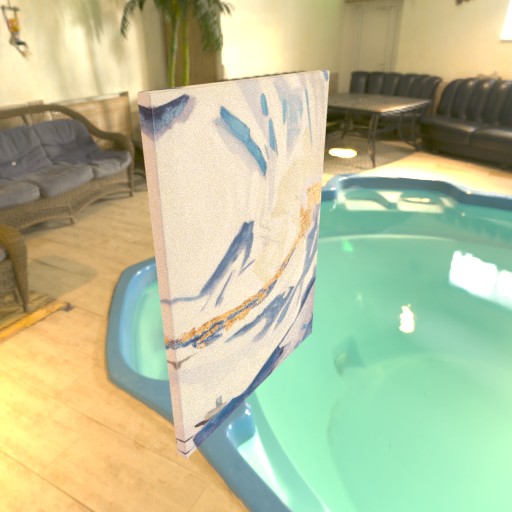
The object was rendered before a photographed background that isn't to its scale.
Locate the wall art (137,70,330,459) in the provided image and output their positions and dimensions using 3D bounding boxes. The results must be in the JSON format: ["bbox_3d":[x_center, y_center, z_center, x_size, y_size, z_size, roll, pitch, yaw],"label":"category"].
[{"bbox_3d":[0.000,0.000,1.362,0.038,1.015,0.761,17,31,31],"label":"wall art"}]
